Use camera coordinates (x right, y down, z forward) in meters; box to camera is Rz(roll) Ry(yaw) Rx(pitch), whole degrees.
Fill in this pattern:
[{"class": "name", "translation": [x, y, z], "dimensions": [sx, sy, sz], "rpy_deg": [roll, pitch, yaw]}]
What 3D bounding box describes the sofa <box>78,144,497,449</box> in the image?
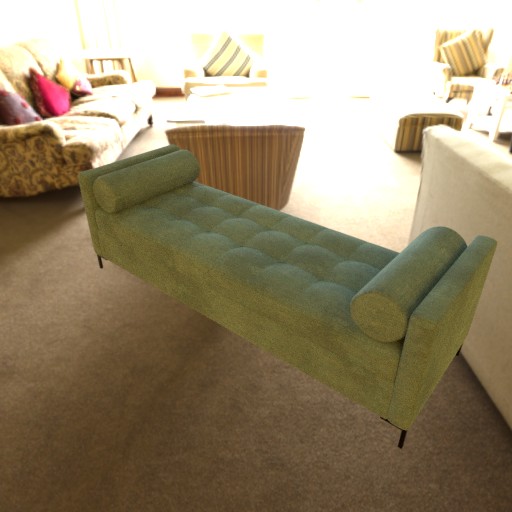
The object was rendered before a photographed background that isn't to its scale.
[{"class": "sofa", "translation": [0.000, 0.000, 2.254], "dimensions": [1.981, 0.635, 0.686], "rpy_deg": [23, 38, 33]}]
